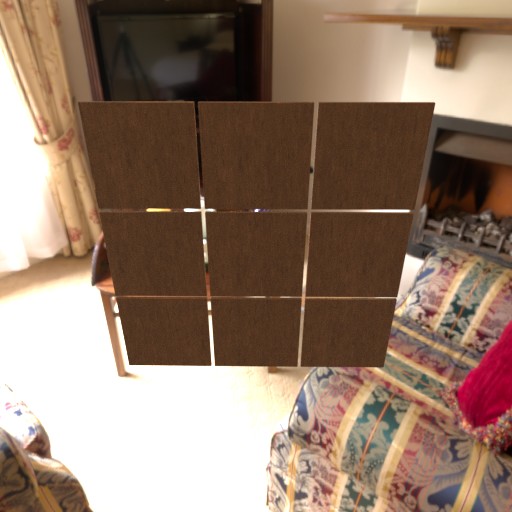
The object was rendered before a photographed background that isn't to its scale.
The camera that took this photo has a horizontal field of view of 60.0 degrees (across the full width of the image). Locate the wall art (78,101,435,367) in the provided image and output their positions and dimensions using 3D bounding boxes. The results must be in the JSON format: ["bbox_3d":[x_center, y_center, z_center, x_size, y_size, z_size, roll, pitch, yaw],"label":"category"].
[{"bbox_3d":[0.000,0.000,1.815,1.215,1.213,0.013,0,30,0],"label":"wall art"}]
